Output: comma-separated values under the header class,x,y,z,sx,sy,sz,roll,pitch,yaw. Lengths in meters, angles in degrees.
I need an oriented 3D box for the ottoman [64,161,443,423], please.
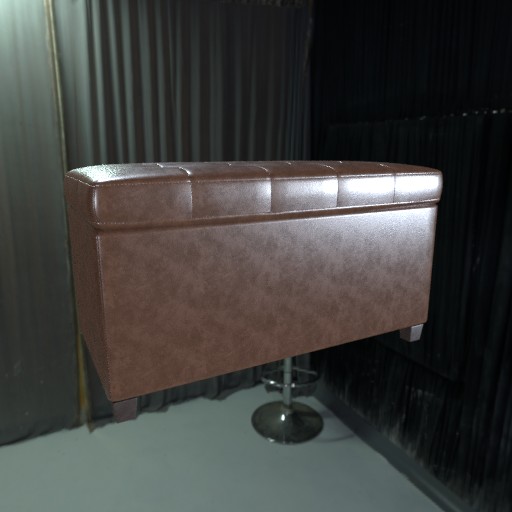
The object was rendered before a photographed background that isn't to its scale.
class,x,y,z,sx,sy,sz,roll,pitch,yaw
ottoman,0.000,0.000,1.130,0.838,0.470,0.432,-7,15,-27
